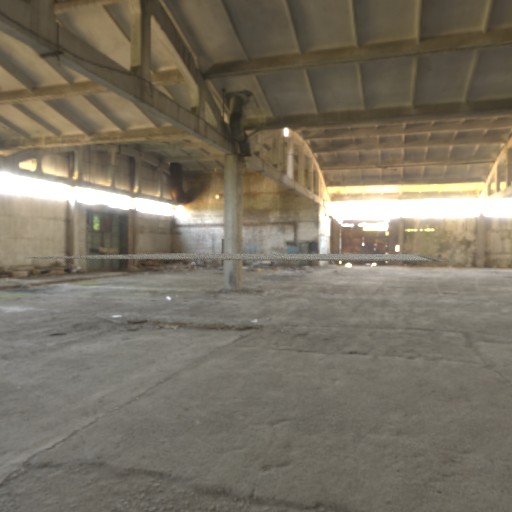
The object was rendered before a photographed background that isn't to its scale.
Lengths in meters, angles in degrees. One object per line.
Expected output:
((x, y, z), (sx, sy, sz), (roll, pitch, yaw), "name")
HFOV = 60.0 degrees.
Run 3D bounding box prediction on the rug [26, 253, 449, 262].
((0.000, 0.000, 4.131), (3.051, 0.013, 2.380), (0, 1, 17), "rug")
